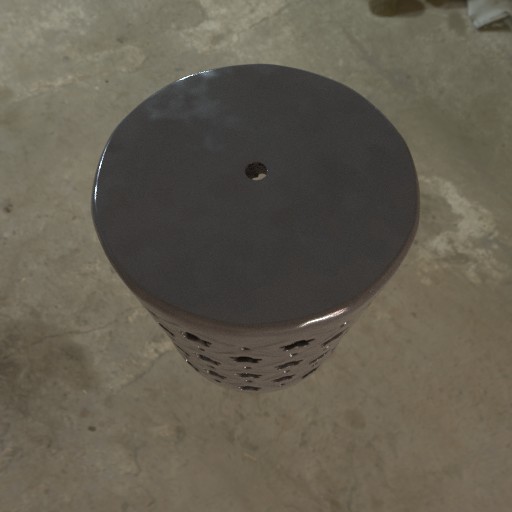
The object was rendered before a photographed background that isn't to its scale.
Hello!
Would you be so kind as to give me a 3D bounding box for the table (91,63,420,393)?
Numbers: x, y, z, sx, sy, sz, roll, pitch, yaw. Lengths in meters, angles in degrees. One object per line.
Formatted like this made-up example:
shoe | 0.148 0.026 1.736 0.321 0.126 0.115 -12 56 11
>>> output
table | 0.000 0.000 0.638 0.352 0.387 0.352 0 62 0
